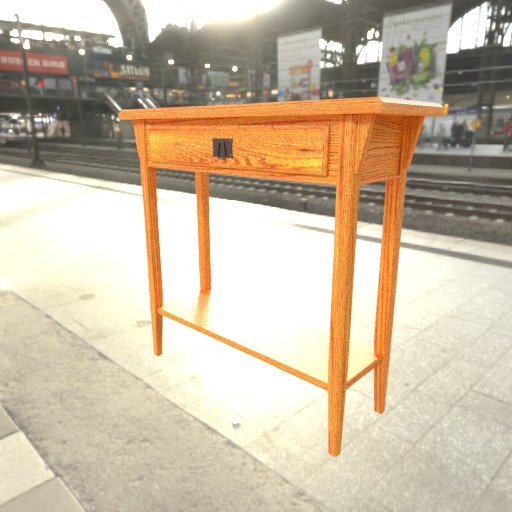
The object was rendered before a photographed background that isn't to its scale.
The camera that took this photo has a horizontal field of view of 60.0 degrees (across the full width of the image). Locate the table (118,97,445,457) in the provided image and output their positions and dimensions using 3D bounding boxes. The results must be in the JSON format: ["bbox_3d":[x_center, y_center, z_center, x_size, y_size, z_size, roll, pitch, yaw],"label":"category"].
[{"bbox_3d":[0.000,0.000,1.115,0.762,0.711,0.254,14,21,41],"label":"table"}]
